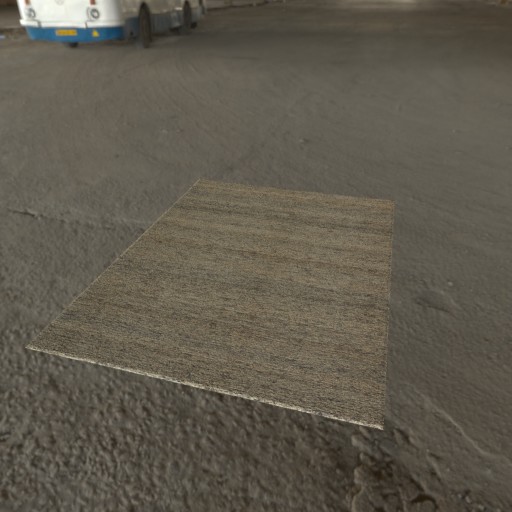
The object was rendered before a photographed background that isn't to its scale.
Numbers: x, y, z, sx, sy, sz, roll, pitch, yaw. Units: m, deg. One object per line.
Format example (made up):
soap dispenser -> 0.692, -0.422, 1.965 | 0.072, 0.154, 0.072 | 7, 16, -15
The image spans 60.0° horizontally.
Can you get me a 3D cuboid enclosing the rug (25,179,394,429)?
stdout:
rug -> 0.000, 0.000, 4.101 | 2.414, 0.036, 3.199 | 9, 33, 13
